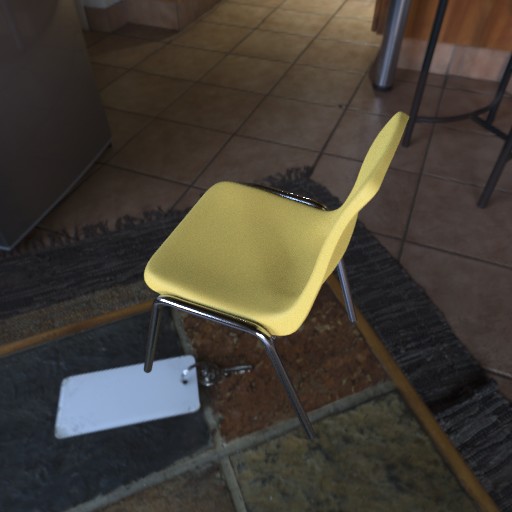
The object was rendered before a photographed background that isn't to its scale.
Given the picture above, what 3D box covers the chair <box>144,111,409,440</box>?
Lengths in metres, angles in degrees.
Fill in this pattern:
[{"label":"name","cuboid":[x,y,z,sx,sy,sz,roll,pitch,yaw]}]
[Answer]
[{"label":"chair","cuboid":[0.000,0.000,0.900,0.436,0.653,0.381,18,50,16]}]
